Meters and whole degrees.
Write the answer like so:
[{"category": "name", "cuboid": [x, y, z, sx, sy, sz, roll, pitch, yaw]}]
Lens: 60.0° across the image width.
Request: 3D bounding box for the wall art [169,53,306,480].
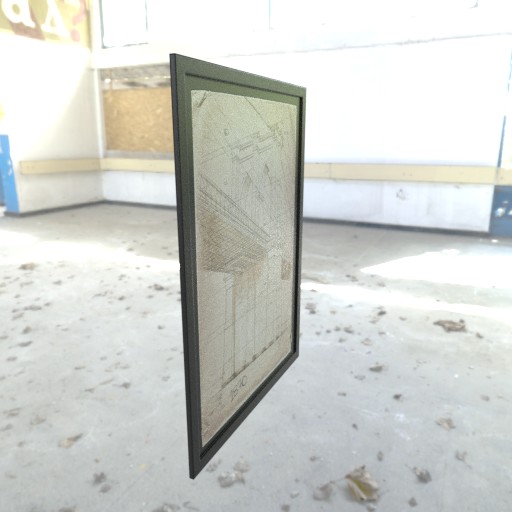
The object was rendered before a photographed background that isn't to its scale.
[{"category": "wall art", "cuboid": [0.000, 0.000, 1.271, 0.013, 0.967, 0.707, 8, 17, 26]}]
